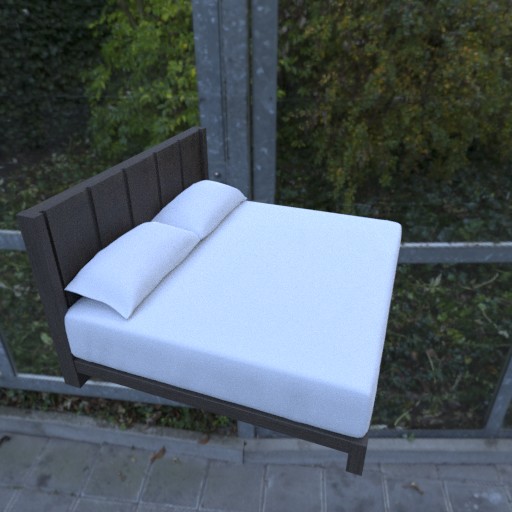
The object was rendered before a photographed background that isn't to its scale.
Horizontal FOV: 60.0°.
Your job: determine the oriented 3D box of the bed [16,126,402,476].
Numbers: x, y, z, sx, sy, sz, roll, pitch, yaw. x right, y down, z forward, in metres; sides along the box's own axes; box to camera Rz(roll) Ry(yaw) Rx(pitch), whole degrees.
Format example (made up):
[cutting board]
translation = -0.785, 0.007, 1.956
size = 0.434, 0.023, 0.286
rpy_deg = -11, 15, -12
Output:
[bed]
translation = 0.000, 0.000, 3.301
size = 2.012, 1.270, 2.134
rpy_deg = 10, 31, 17
